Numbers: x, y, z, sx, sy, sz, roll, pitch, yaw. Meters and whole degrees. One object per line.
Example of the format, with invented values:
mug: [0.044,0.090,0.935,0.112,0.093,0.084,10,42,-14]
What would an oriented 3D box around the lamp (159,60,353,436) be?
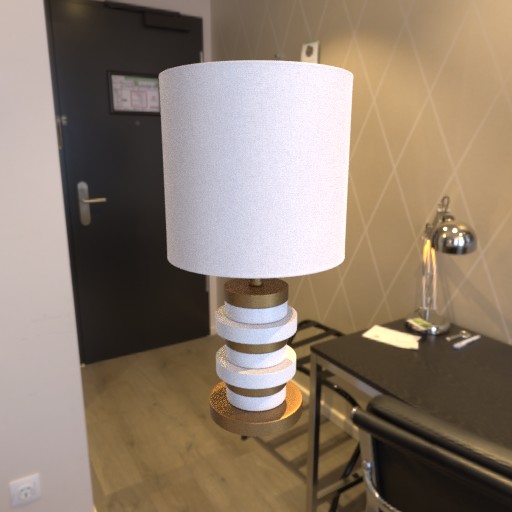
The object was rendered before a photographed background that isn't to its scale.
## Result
lamp: [0.000,0.000,0.535,0.210,0.410,0.210,7,15,27]
